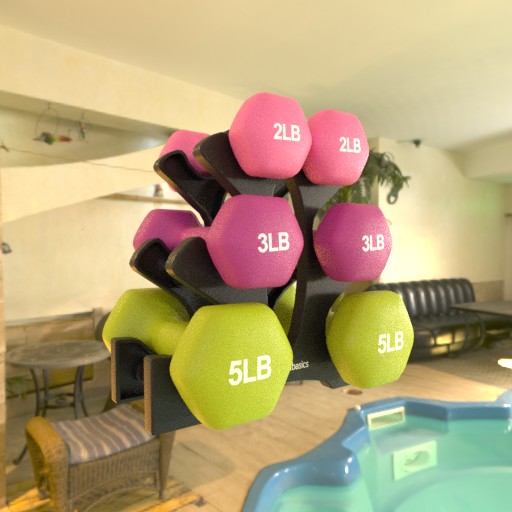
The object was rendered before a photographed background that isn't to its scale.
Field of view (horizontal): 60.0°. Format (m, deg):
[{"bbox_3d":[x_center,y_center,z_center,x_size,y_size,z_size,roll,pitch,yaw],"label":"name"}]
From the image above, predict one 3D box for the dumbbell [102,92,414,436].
[{"bbox_3d":[0.000,0.000,0.436,0.257,0.261,0.203,-1,2,-35],"label":"dumbbell"}]
